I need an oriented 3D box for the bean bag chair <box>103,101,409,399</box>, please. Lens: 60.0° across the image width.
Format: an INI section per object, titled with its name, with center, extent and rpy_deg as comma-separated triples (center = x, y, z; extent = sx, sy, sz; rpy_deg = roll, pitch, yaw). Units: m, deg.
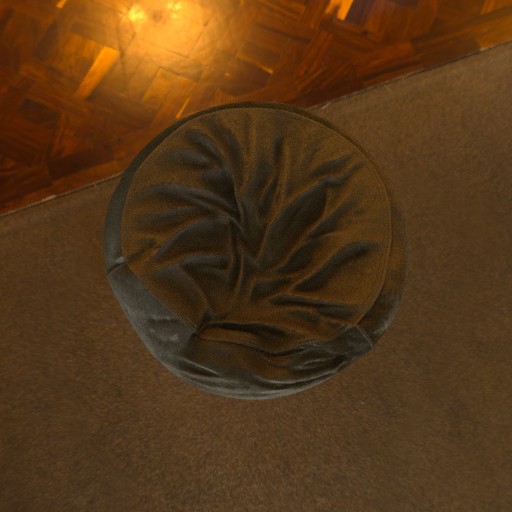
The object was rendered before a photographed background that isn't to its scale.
[bean bag chair]
center = 0.000, 0.000, 1.477
extent = 0.918, 0.605, 0.918
rpy_deg = 0, 77, 0
